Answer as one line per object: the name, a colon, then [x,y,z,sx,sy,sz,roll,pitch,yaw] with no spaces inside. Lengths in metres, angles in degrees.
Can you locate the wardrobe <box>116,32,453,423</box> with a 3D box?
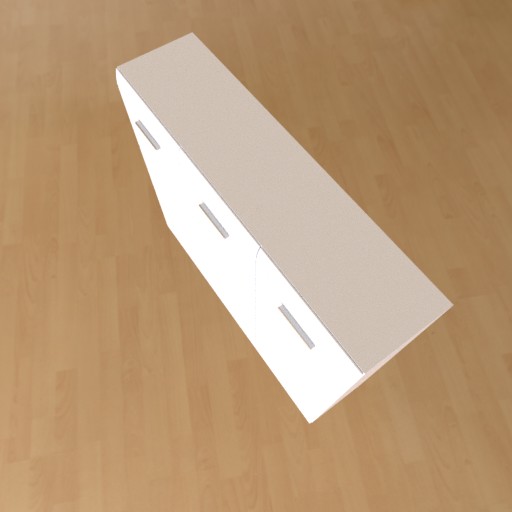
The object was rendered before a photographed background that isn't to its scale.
wardrobe: [0.000,0.000,1.932,0.360,1.200,1.340,-32,68,-15]
